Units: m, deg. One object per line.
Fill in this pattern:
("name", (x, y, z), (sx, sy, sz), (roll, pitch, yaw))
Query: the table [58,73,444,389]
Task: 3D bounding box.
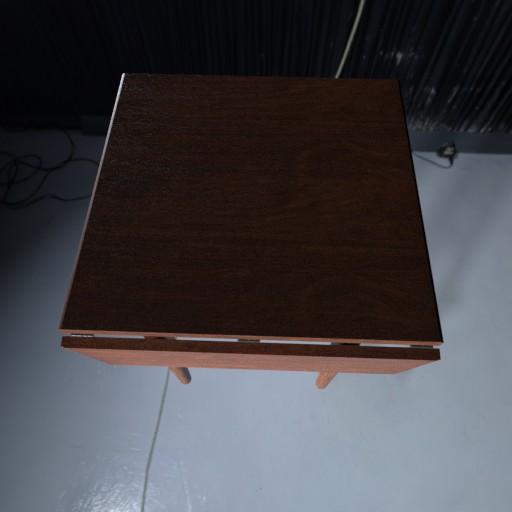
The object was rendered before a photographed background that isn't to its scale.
("table", (0.000, 0.000, 1.448), (0.812, 0.763, 0.843), (2, 62, 1))
